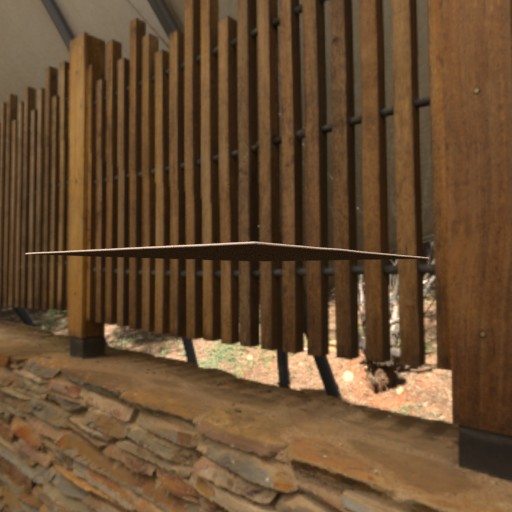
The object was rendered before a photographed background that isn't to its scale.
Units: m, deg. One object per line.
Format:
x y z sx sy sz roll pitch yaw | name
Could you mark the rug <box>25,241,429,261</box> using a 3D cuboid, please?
0.000 0.000 4.417 2.449 0.019 3.357 -1 -3 36 | rug
